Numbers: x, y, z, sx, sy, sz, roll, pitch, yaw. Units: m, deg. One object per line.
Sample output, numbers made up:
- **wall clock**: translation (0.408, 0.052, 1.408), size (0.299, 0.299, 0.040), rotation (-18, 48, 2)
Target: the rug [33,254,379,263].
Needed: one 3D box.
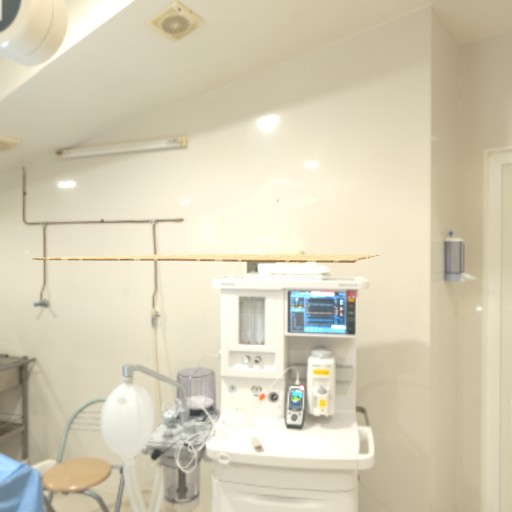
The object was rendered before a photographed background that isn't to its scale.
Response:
- **rug**: translation (0.000, 0.000, 2.253), size (1.152, 0.013, 1.761), rotation (0, 1, 18)
